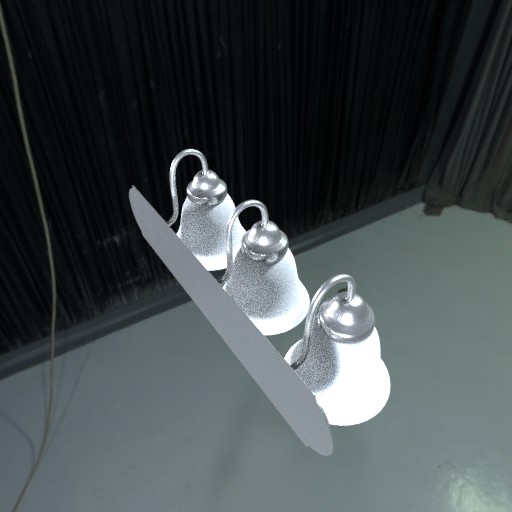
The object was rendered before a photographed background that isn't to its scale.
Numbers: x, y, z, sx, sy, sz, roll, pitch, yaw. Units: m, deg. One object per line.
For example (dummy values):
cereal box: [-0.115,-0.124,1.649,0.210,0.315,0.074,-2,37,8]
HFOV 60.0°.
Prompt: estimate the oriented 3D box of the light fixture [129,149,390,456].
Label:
light fixture: [0.000,0.000,0.720,0.199,0.222,0.610,-23,46,-25]
